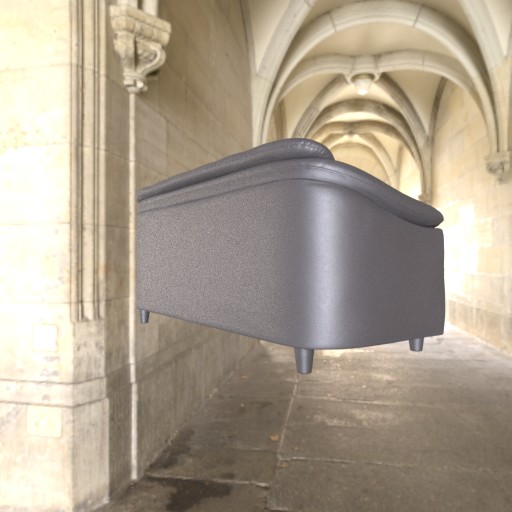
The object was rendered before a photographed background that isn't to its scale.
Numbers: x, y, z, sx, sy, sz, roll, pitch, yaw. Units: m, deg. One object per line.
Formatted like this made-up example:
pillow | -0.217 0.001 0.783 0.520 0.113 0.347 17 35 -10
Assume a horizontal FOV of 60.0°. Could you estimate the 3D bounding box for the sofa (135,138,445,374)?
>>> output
sofa | 0.000 0.000 2.300 0.800 0.811 1.829 0 -1 -35
